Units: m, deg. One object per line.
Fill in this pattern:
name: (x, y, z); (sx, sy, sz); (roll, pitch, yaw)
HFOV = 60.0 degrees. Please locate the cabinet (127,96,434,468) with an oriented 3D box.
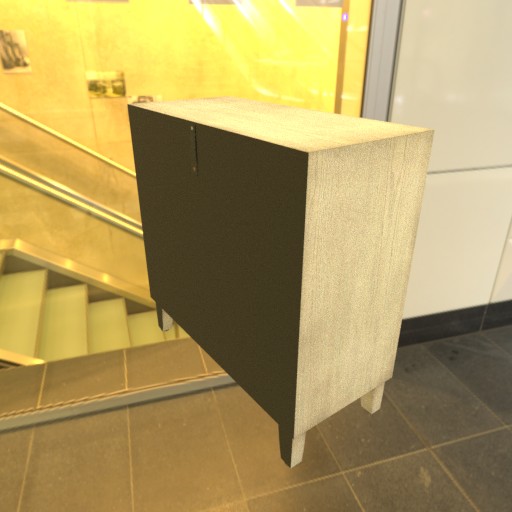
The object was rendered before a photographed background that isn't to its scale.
cabinet: (0.000, 0.000, 1.281); (0.370, 0.787, 0.781); (-18, 31, -32)
